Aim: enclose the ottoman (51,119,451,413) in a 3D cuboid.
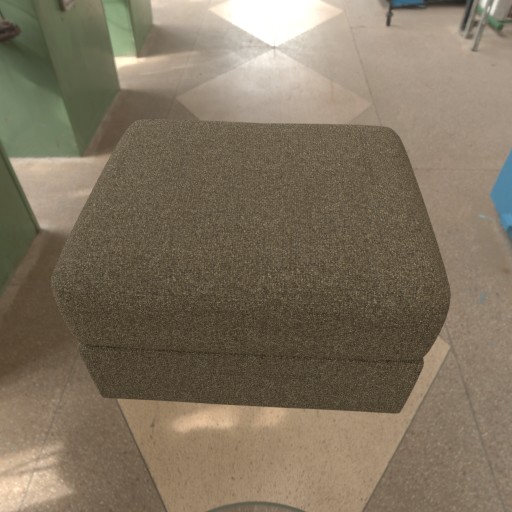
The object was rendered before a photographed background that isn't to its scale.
[{"bbox_3d":[0.000,0.000,1.089,0.742,0.476,0.598,2,45,2],"label":"ottoman"}]
